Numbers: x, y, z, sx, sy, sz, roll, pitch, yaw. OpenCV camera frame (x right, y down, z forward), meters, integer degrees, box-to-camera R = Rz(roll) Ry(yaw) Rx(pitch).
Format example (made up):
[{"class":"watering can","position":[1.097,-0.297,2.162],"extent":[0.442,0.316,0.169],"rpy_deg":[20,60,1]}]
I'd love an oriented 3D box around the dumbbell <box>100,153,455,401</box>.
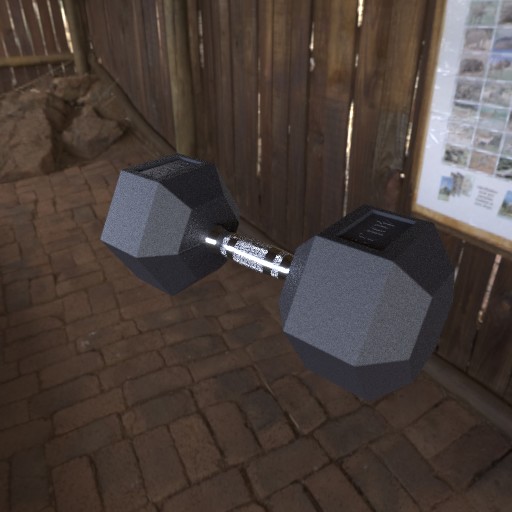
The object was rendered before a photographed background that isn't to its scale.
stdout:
[{"class":"dumbbell","position":[0.000,0.000,0.449],"extent":[0.361,0.137,0.157],"rpy_deg":[22,36,33]}]
